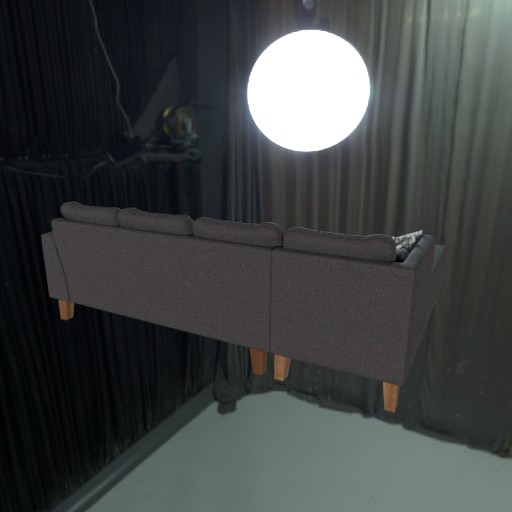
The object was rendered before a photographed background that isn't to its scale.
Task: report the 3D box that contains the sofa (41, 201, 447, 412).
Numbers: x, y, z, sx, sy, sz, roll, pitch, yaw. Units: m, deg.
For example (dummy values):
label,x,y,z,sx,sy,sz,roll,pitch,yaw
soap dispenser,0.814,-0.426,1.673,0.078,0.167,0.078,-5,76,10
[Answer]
label,x,y,z,sx,sy,sz,roll,pitch,yaw
sofa,0.000,0.000,3.539,2.679,0.932,1.829,8,18,27
